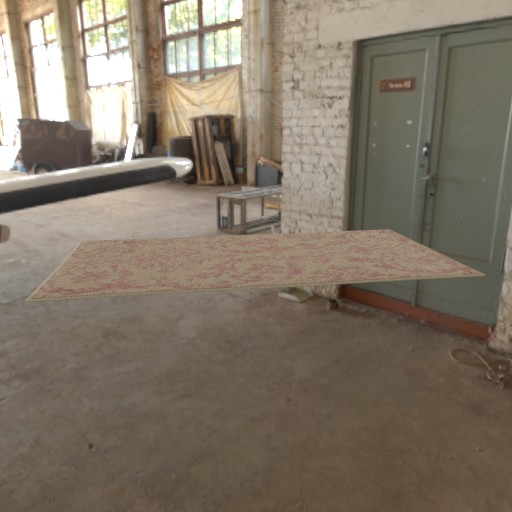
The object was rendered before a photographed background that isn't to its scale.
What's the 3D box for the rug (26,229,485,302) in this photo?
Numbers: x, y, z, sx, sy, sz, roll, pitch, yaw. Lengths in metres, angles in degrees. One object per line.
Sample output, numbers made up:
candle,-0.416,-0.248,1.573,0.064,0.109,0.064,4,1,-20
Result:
rug,0.000,0.000,1.444,1.219,0.007,0.604,-3,16,-9
